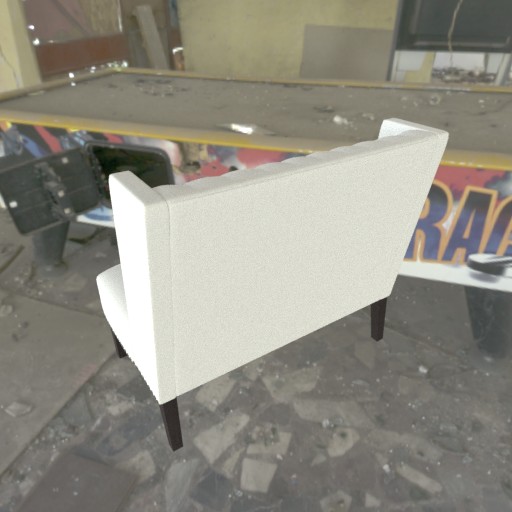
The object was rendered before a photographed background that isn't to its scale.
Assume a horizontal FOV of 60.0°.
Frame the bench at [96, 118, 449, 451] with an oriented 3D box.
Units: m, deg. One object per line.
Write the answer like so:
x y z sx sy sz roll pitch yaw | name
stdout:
0.000 0.000 2.005 1.280 1.123 0.847 -19 36 -29 | bench
